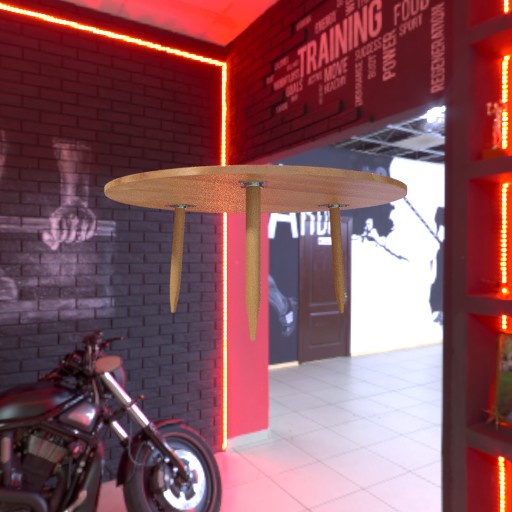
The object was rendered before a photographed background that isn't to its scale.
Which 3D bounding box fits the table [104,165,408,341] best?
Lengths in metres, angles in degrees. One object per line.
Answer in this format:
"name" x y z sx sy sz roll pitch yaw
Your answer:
"table" 0.000 0.000 1.392 0.900 0.400 0.900 0 0 0
